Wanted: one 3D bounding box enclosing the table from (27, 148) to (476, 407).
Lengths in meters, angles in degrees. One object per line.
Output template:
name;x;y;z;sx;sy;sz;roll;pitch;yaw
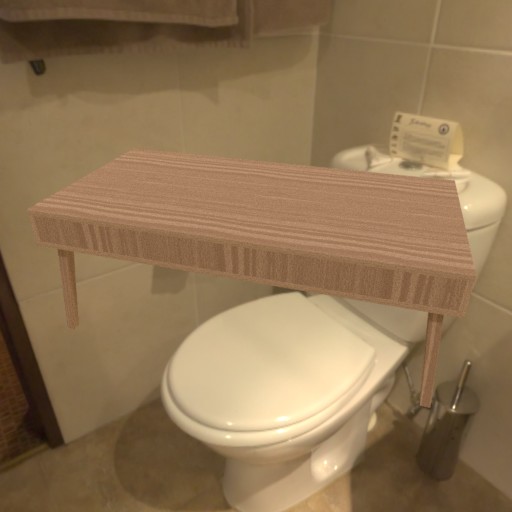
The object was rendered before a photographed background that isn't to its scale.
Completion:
table;0.000;0.000;1.490;1.200;0.450;0.600;9;32;14
